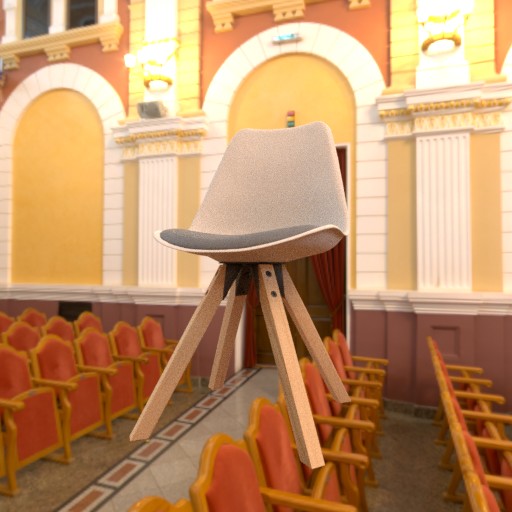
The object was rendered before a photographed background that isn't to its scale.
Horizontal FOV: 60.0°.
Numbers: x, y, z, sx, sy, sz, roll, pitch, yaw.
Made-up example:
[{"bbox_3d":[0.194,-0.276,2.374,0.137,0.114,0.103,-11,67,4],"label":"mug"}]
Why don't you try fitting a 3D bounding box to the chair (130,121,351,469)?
[{"bbox_3d":[0.000,0.000,1.187,0.485,0.850,0.550,0,-1,19],"label":"chair"}]
